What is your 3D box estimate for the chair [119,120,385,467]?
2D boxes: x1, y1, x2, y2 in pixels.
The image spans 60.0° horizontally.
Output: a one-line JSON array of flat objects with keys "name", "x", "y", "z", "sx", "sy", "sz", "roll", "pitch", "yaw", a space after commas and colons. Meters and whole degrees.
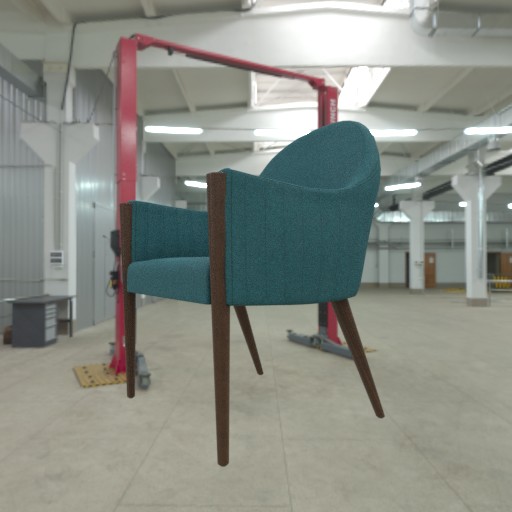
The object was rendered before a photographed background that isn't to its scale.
[{"name": "chair", "x": 0.000, "y": 0.000, "z": 1.355, "sx": 0.652, "sy": 0.907, "sz": 0.656, "roll": 1, "pitch": -1, "yaw": -35}]
